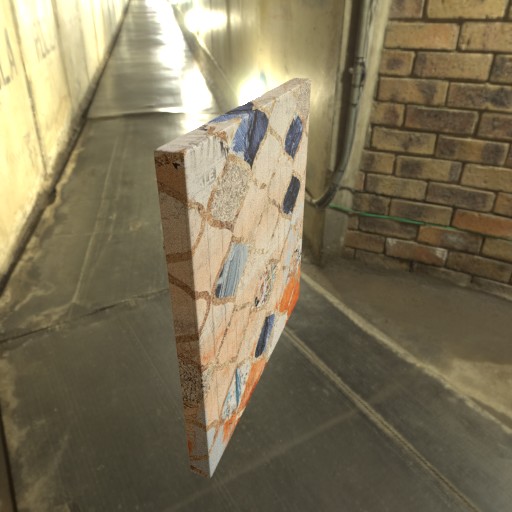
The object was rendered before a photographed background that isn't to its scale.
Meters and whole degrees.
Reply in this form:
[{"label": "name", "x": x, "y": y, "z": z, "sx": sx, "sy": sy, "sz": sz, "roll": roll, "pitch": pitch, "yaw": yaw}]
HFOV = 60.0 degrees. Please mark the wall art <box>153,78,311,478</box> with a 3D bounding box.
[{"label": "wall art", "x": 0.000, "y": 0.000, "z": 0.762, "sx": 0.038, "sy": 0.508, "sz": 0.507, "roll": 10, "pitch": 32, "yaw": 17}]
